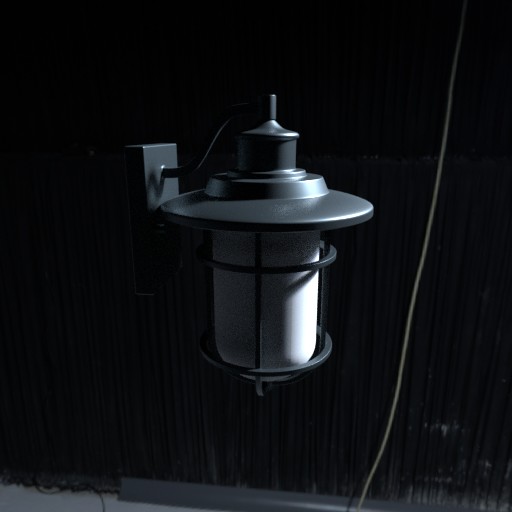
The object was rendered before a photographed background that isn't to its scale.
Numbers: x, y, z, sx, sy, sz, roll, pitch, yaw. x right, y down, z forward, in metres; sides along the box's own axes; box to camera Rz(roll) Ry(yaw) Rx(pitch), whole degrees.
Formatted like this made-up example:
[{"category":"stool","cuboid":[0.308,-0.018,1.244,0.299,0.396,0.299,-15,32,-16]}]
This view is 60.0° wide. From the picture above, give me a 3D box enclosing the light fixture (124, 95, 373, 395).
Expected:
[{"category":"light fixture","cuboid":[0.000,0.000,0.506,0.252,0.345,0.222,2,16,8]}]
